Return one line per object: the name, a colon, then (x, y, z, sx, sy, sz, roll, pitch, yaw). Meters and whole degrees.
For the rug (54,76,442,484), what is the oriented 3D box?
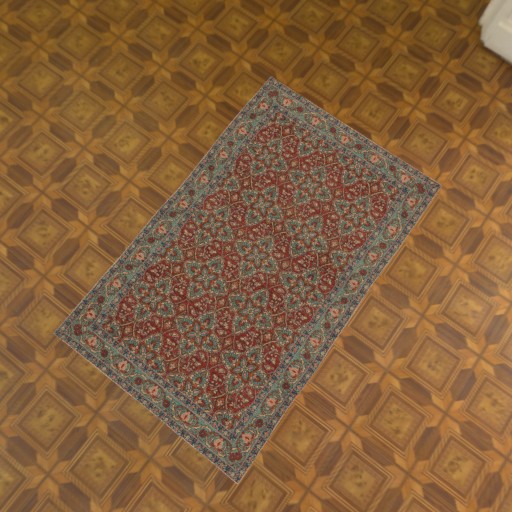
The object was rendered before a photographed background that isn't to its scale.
rug: (0.000, 0.000, 3.056, 1.533, 0.011, 2.439, 36, 78, 9)
